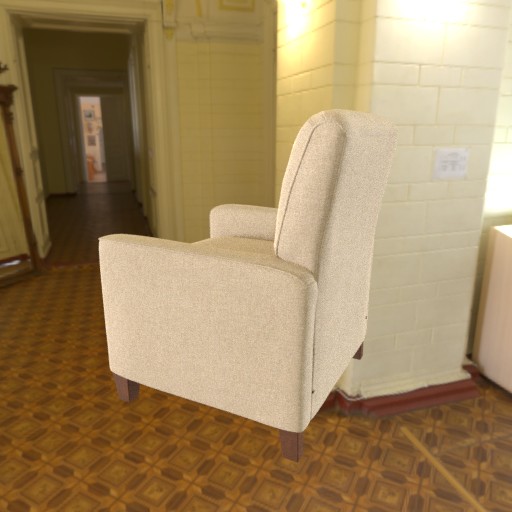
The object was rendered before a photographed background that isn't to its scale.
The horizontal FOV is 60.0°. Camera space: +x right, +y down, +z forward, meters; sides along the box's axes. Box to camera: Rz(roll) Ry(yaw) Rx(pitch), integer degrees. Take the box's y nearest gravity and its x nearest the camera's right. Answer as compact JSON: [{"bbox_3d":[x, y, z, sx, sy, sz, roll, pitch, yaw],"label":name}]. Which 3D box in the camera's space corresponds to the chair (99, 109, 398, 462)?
[{"bbox_3d":[0.000,0.000,1.671,0.859,1.023,0.845,8,17,26],"label":"chair"}]
